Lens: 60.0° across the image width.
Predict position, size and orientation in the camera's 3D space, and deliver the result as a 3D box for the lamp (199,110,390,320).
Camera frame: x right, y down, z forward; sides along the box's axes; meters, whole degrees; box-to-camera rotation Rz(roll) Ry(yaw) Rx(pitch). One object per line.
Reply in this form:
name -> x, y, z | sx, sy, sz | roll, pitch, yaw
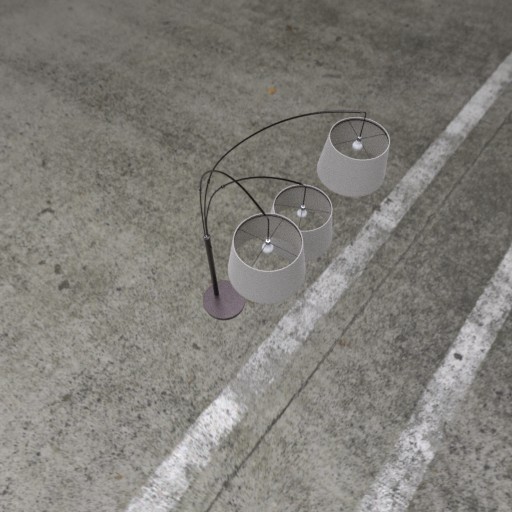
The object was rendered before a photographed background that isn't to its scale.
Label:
lamp -> 0.000, 0.000, 2.530 | 0.924, 1.950, 0.951 | 34, 65, 19
